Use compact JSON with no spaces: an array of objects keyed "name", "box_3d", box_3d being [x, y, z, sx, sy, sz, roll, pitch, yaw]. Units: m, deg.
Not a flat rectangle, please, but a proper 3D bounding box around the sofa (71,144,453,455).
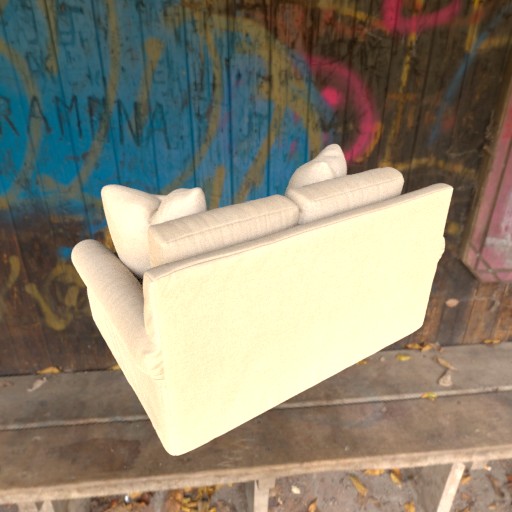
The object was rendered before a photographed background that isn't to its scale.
[{"name":"sofa","box_3d":[0.000,0.000,2.165,1.550,0.905,1.070,-18,33,-29]}]
